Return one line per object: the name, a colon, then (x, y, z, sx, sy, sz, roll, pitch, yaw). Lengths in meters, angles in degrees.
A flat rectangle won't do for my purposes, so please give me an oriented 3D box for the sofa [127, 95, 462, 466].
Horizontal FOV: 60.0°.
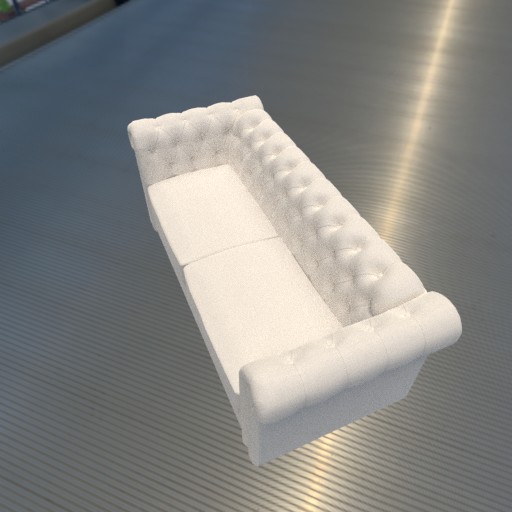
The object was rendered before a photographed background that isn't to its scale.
sofa: (0.000, 0.000, 2.205, 0.771, 0.796, 1.798, -18, 49, -16)
